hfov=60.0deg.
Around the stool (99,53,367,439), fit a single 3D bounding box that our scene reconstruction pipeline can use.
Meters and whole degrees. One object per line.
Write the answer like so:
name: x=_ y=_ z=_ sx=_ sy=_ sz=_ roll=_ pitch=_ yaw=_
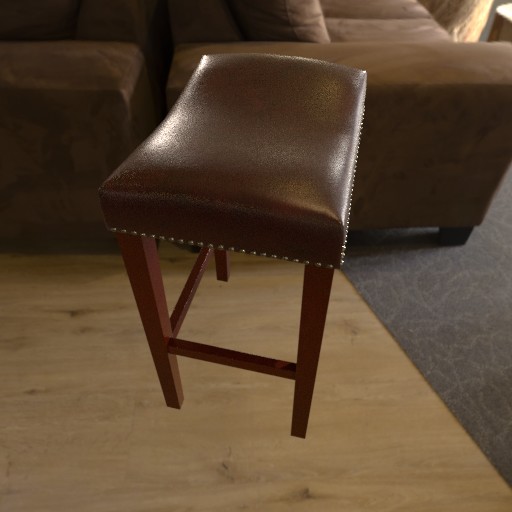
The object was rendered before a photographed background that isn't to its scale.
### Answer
stool: x=0.000 y=0.000 z=1.023 sx=0.372 sy=0.742 sz=0.504 roll=10 pitch=47 yaw=9
